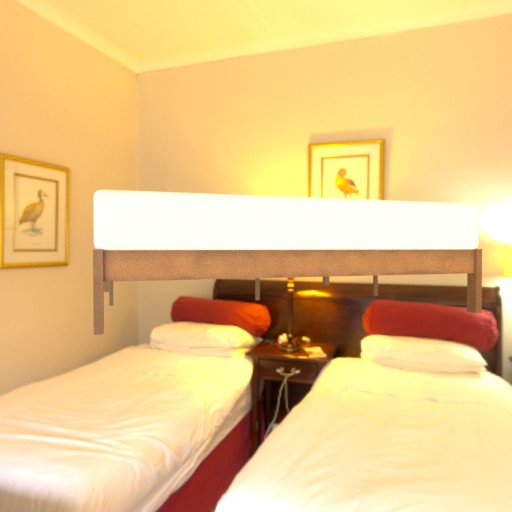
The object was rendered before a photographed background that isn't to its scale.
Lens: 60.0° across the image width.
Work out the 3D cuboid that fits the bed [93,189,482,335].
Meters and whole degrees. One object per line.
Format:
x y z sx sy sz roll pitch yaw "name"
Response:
0.000 0.000 3.088 2.049 0.616 1.930 0 1 -18 "bed"
